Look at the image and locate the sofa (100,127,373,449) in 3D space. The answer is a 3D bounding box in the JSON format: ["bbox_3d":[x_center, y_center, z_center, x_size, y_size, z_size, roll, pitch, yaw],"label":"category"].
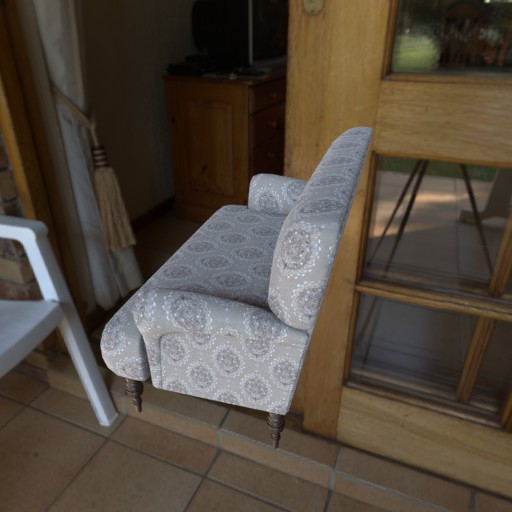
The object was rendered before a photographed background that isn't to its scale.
[{"bbox_3d":[0.000,0.000,1.858,0.779,0.889,1.297,8,30,15],"label":"sofa"}]
